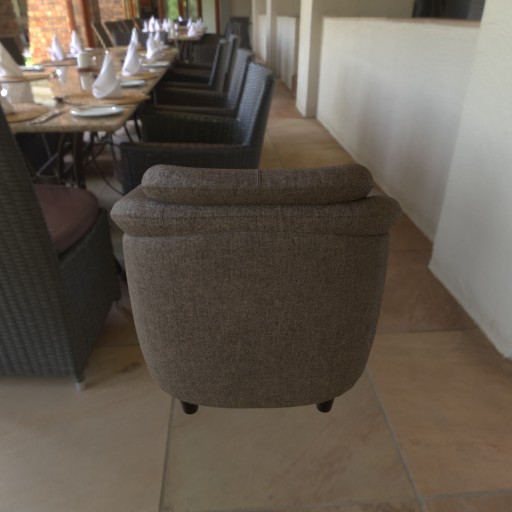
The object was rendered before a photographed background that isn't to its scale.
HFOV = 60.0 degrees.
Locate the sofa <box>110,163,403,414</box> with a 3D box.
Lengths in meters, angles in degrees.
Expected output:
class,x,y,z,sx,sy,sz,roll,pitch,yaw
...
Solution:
class,x,y,z,sx,sy,sz,roll,pitch,yaw
sofa,0.000,0.000,1.474,0.870,0.811,0.794,0,29,-1
